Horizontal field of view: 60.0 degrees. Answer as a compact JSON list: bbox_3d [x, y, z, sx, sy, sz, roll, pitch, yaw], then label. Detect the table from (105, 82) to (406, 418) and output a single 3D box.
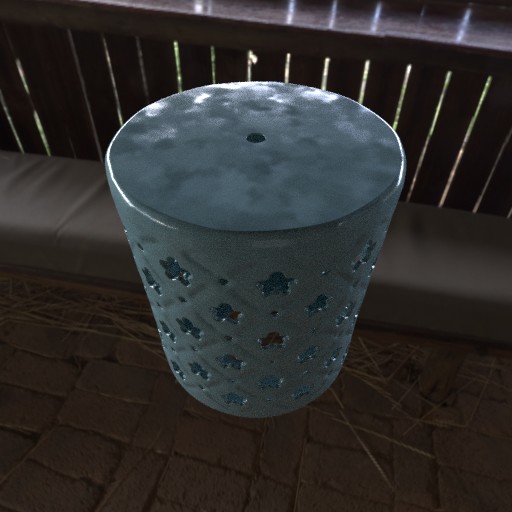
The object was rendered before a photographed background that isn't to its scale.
[{"bbox_3d":[0.000,0.000,0.655,0.352,0.387,0.352,0,44,0],"label":"table"}]
